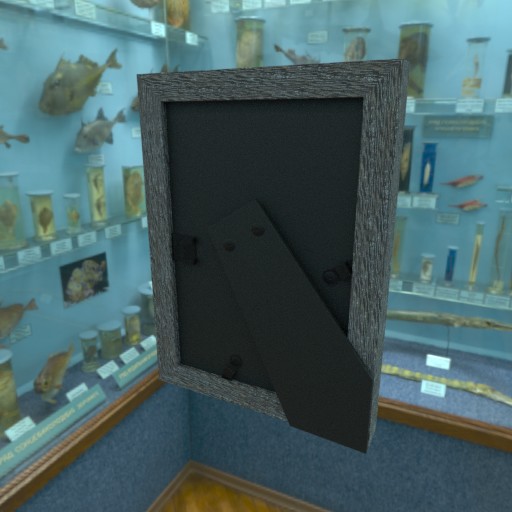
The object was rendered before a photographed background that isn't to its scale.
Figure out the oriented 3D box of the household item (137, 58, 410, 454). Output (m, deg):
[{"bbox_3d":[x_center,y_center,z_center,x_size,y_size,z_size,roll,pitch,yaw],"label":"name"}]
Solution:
[{"bbox_3d":[0.000,0.000,0.230,0.133,0.180,0.020,9,19,26],"label":"household item"}]
